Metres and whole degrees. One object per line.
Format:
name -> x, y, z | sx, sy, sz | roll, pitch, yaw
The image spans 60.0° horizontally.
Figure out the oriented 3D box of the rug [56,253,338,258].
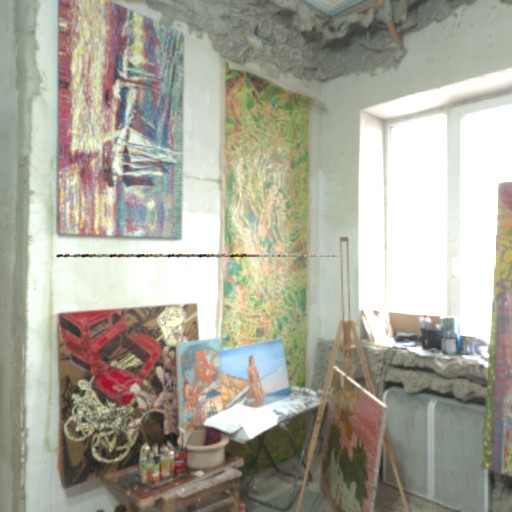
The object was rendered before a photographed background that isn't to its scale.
rug -> 0.000, 0.000, 2.810 | 0.763, 0.015, 2.682 | 0, 0, 17
